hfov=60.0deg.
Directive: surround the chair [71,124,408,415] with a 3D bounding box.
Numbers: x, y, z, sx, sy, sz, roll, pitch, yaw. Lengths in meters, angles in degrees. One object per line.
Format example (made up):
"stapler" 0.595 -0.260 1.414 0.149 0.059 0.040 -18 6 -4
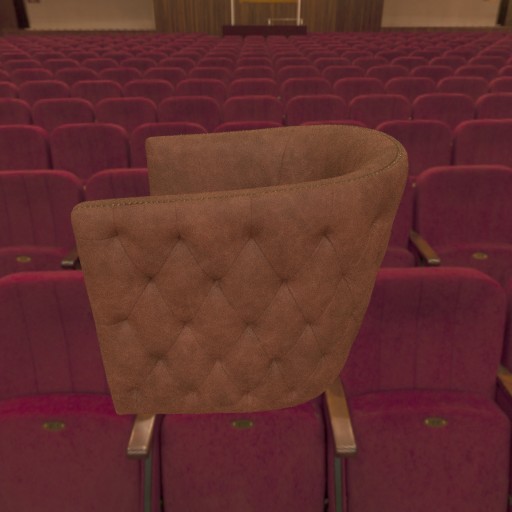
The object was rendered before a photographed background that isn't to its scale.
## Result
"chair" 0.000 0.000 1.511 0.870 0.790 0.850 0 26 0
